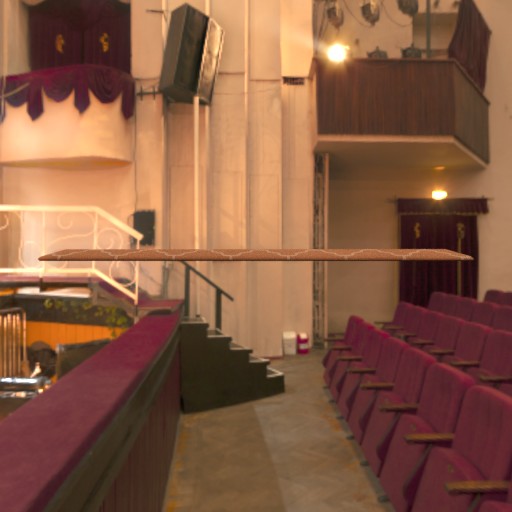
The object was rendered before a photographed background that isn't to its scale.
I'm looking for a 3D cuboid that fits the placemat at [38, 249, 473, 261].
[{"bbox_3d":[0.000,0.000,0.999,0.762,0.021,0.508,0,0,1],"label":"placemat"}]
